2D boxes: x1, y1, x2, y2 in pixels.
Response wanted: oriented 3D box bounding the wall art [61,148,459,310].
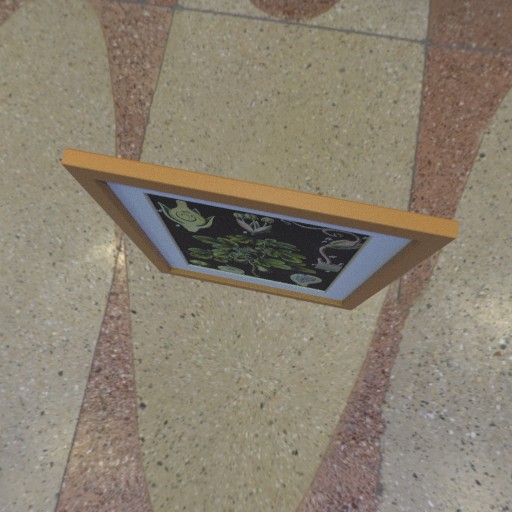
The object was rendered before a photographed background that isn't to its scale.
[{"bbox_3d":[0.000,0.000,0.764,0.452,0.553,0.022,11,75,3],"label":"wall art"}]
